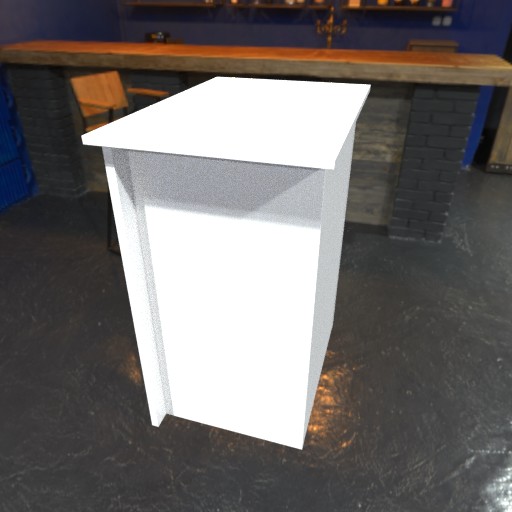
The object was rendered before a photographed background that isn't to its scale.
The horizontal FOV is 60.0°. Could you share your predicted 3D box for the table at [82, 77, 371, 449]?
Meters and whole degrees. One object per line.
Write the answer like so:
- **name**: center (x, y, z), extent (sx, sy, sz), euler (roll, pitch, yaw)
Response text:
- **table**: center (0.000, 0.000, 1.078), extent (0.406, 0.711, 0.589), euler (9, 32, 15)
